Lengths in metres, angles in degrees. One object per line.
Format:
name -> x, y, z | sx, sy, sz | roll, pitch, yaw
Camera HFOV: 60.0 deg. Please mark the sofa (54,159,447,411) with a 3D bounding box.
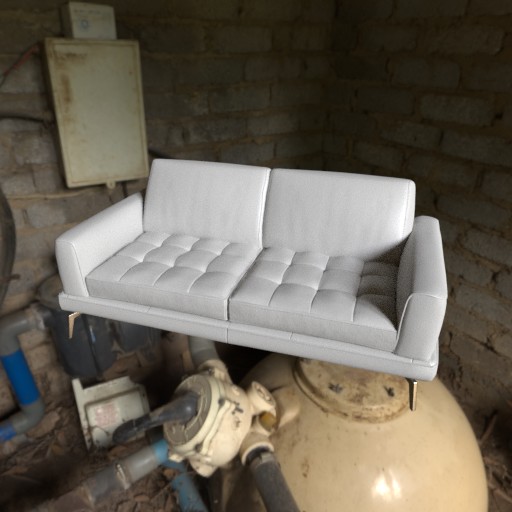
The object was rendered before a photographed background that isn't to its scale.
sofa -> 0.000, 0.000, 2.732 | 2.177, 0.930, 1.121 | 8, 27, 16
